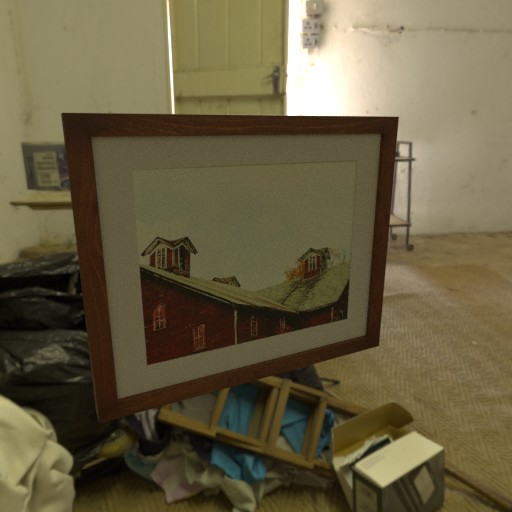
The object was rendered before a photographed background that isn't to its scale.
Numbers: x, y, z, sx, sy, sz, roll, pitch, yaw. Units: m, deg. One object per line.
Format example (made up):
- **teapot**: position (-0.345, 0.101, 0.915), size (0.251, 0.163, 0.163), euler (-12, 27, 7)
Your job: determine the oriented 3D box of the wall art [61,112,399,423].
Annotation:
- **wall art**: position (0.000, 0.000, 0.754), size (0.558, 0.457, 0.033), euler (-8, 18, -26)
